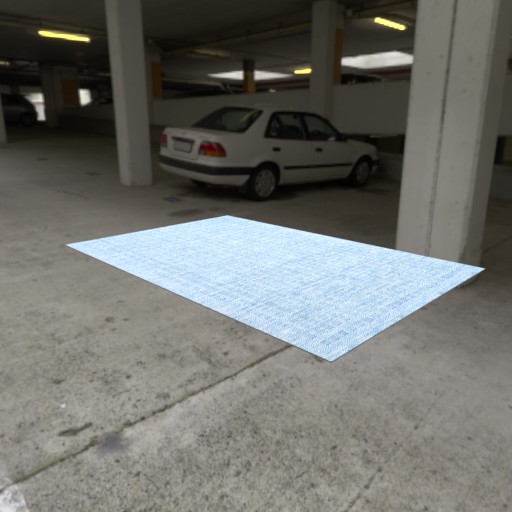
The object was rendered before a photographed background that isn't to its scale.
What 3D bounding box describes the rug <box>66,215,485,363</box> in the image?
[{"bbox_3d":[0.000,0.000,2.867,1.522,0.006,2.286,-16,22,-43],"label":"rug"}]
